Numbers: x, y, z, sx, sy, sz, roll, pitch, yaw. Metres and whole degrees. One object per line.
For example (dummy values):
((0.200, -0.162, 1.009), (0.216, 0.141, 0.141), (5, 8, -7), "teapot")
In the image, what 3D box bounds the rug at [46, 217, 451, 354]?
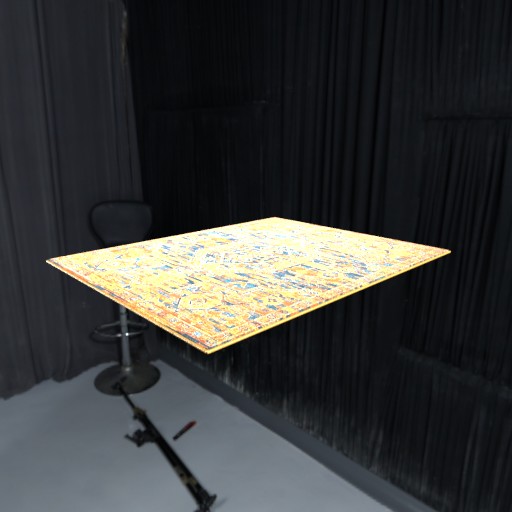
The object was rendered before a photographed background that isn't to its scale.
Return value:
((0.000, 0.000, 4.248), (3.040, 0.031, 2.435), (-14, 21, -42), "rug")
